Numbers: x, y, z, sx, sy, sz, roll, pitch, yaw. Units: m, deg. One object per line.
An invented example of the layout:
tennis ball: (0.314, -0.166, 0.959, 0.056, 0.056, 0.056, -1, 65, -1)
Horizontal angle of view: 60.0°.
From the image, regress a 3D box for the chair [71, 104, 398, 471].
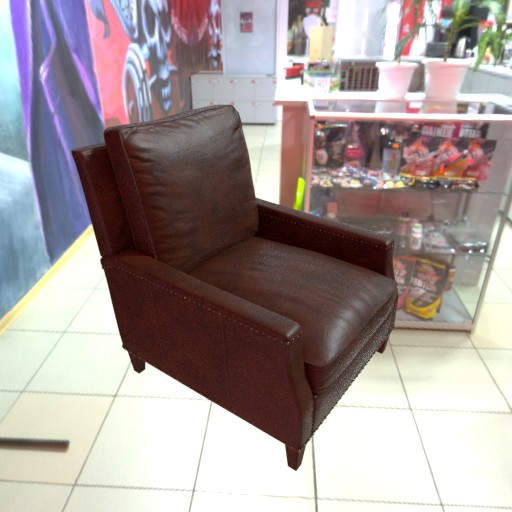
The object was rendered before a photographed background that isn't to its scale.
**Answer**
chair: (0.000, 0.000, 1.816, 1.035, 1.054, 0.854, 19, 33, 32)
